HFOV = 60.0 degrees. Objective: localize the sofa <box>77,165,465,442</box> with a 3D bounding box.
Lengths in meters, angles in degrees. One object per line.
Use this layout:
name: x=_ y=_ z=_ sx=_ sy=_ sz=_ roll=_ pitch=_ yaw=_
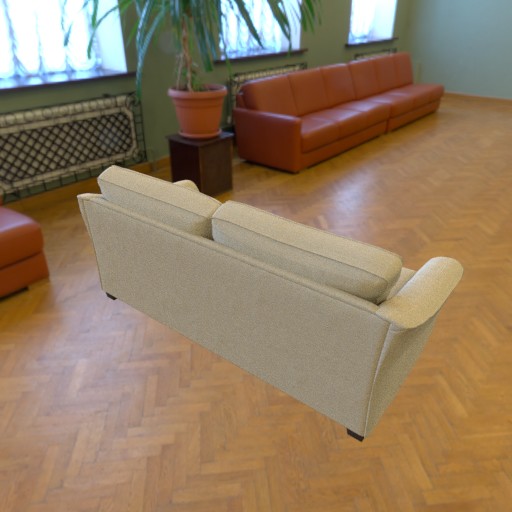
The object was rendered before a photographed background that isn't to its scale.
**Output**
sofa: x=0.000 y=0.000 z=2.765 sx=2.270 sy=0.965 sz=0.980 roll=21 pitch=36 yaw=32
